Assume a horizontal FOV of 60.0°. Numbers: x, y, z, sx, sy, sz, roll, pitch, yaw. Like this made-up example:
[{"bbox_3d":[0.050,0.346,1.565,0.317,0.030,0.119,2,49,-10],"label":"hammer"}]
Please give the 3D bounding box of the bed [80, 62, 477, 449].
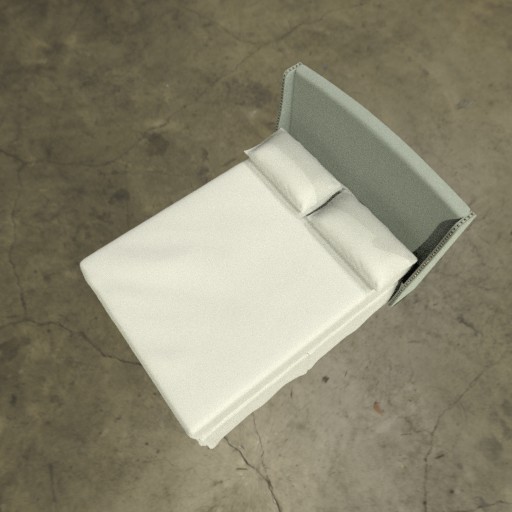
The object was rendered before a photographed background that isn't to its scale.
[{"bbox_3d":[0.000,0.000,3.326,2.237,1.407,1.710,-35,69,-16],"label":"bed"}]
